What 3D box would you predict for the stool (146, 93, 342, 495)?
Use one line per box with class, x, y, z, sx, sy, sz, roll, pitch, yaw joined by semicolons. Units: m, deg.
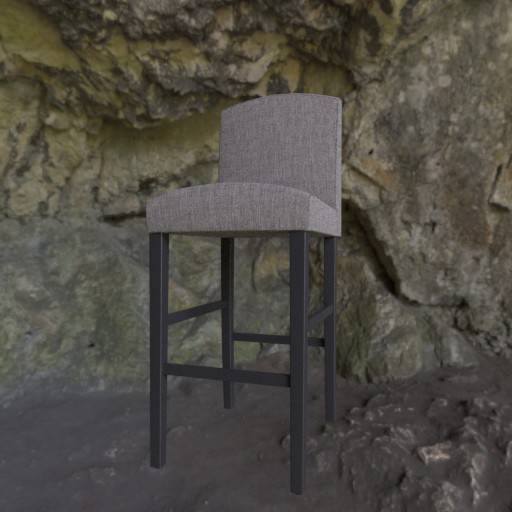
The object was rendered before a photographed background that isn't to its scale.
stool;0.000;0.000;1.353;0.451;1.138;0.552;0;1;19
